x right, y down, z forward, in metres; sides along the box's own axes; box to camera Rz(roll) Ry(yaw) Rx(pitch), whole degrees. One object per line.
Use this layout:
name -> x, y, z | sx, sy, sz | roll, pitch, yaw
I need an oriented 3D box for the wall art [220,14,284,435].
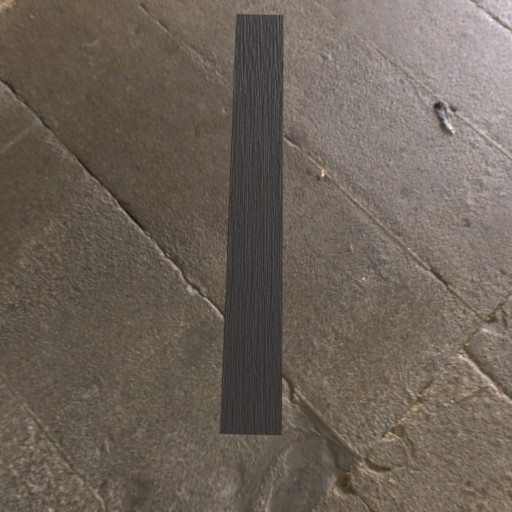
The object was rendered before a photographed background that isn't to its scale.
wall art -> 0.000, 0.000, 0.445 | 0.036, 0.300, 0.302 | 1, 74, 0
